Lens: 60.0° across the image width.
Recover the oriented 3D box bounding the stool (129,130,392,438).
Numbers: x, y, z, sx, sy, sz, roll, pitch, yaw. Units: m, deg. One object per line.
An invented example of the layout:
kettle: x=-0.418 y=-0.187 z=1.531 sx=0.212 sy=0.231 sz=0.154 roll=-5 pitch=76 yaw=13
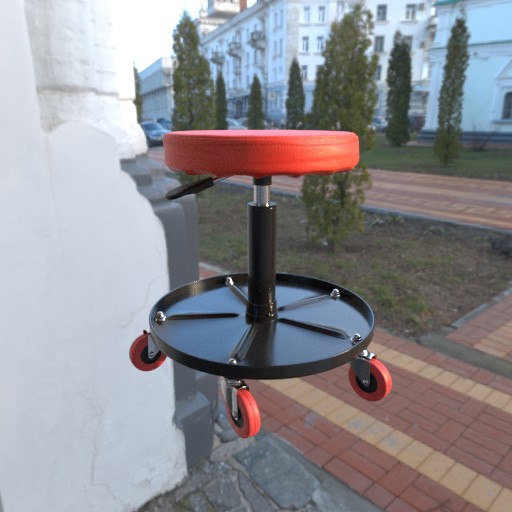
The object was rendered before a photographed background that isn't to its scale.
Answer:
stool: x=0.000 y=0.000 z=0.676 sx=0.382 sy=0.365 sz=0.381 roll=-8 pitch=19 yaw=-25
